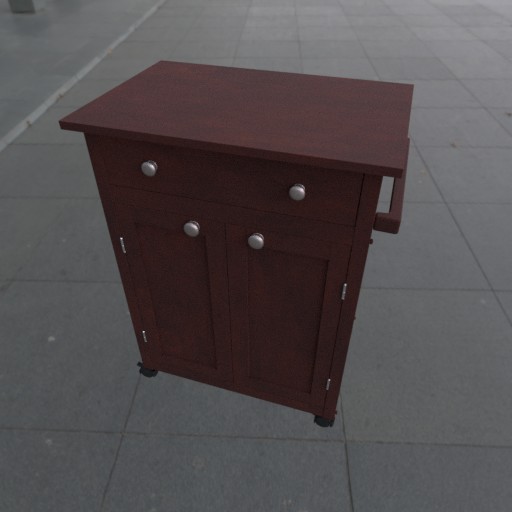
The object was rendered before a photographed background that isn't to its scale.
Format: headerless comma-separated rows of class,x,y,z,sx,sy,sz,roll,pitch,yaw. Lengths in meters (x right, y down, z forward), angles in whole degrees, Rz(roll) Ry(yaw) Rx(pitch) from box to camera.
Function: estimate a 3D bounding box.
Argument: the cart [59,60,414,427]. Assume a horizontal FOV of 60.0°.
cart,0.000,0.000,1.235,0.683,0.864,0.442,11,40,14
